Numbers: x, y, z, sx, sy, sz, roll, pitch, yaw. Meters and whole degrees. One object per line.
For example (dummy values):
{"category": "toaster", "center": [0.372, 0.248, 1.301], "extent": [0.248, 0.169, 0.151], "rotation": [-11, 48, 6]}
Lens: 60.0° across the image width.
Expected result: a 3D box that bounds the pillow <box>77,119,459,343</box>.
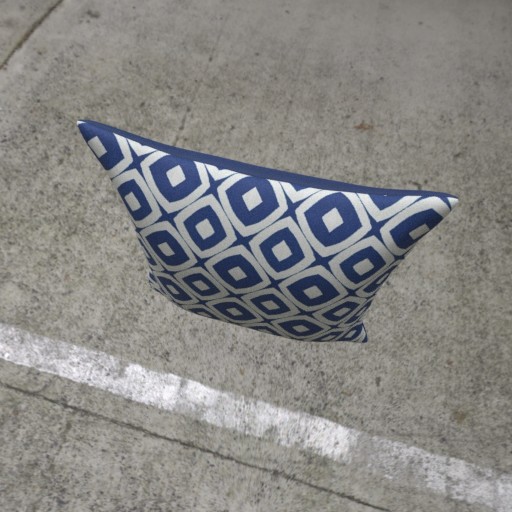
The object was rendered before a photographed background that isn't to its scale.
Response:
{"category": "pillow", "center": [0.000, 0.000, 0.774], "extent": [0.504, 0.494, 0.188], "rotation": [13, 60, 8]}
